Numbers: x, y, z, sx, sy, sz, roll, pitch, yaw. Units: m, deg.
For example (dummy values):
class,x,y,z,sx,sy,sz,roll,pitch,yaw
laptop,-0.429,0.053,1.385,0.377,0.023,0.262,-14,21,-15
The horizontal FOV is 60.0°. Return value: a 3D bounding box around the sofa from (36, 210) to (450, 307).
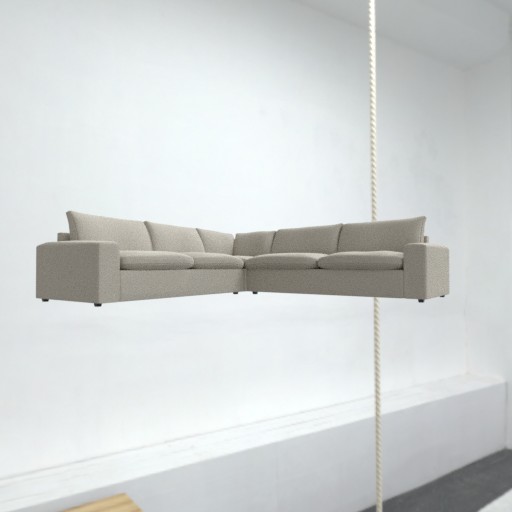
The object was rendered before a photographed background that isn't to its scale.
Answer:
class,x,y,z,sx,sy,sz,roll,pitch,yaw
sofa,0.000,0.000,4.726,3.206,0.918,3.066,-1,-1,36
